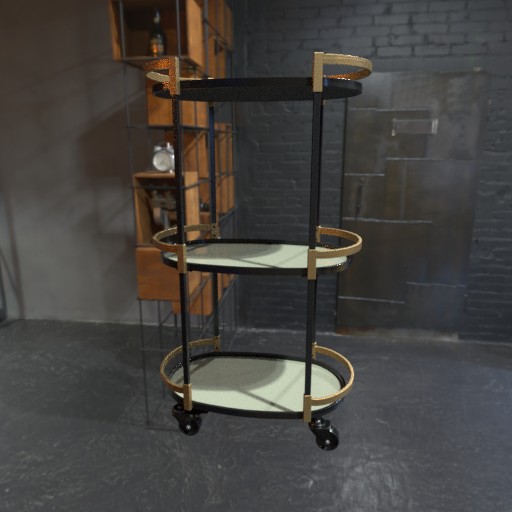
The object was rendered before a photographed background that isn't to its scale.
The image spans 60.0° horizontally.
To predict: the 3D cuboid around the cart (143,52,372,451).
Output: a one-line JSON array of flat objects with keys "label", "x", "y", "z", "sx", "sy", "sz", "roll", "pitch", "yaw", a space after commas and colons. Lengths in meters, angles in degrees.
[{"label": "cart", "x": 0.000, "y": 0.000, "z": 1.117, "sx": 0.515, "sy": 0.885, "sz": 0.311, "roll": 2, "pitch": 14, "yaw": 9}]
